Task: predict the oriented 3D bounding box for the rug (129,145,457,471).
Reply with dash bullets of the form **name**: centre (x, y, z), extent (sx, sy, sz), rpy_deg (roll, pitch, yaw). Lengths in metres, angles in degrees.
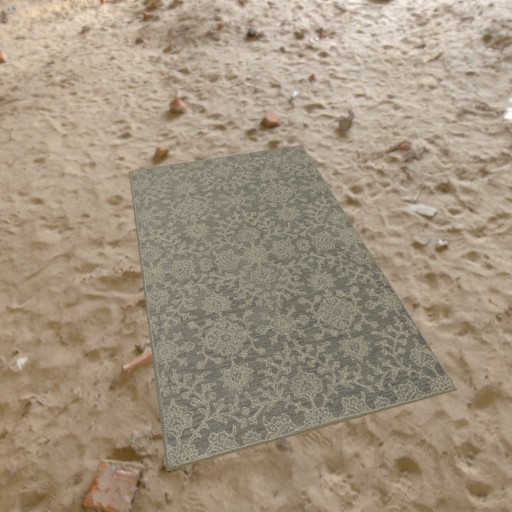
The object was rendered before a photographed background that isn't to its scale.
- **rug**: centre (0.000, 0.000, 2.987), extent (1.515, 0.010, 2.430), rpy_deg (-11, 47, -11)
